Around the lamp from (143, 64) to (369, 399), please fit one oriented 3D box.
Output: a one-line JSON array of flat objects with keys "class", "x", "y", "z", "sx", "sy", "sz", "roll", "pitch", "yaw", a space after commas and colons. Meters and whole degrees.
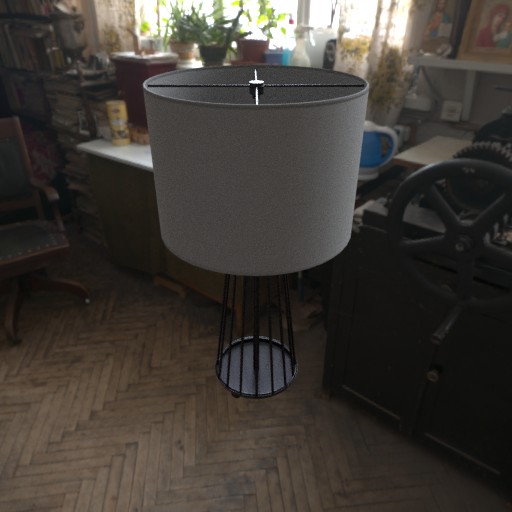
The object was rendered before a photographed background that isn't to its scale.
[{"class": "lamp", "x": 0.000, "y": 0.000, "z": 0.795, "sx": 0.322, "sy": 0.593, "sz": 0.322, "roll": 0, "pitch": 31, "yaw": 0}]
